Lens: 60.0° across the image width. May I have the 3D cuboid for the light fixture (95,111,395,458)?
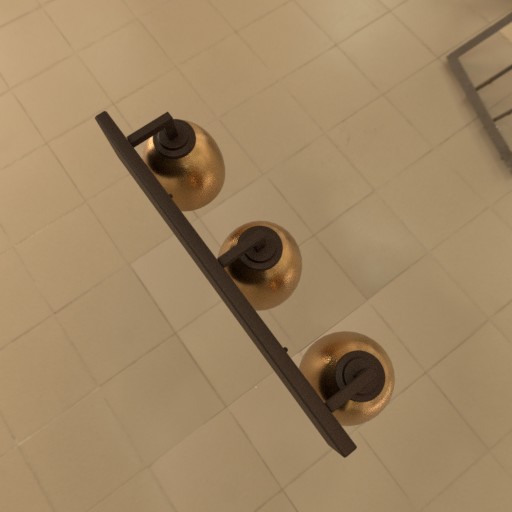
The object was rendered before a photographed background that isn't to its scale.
[{"bbox_3d":[0.000,0.000,0.662,0.157,0.204,0.582,-35,77,-10],"label":"light fixture"}]
